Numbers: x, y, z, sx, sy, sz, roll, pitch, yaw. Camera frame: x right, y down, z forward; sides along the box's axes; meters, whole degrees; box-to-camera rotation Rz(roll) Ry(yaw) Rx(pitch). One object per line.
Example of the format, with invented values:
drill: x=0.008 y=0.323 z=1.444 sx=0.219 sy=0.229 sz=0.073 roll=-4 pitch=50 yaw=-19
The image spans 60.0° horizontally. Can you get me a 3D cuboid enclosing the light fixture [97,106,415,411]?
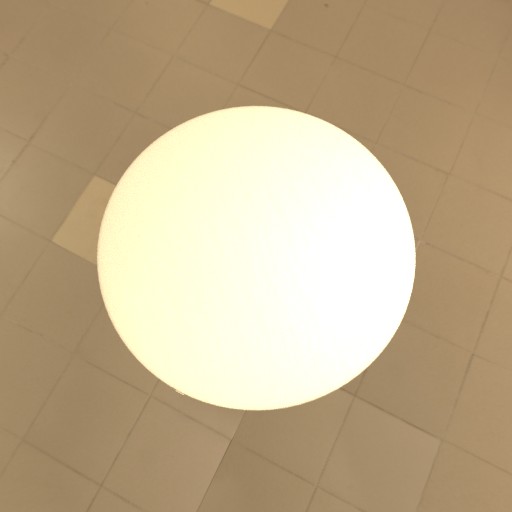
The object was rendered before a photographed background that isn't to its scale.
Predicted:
light fixture: x=0.000 y=0.000 z=0.542 sx=0.356 sy=0.102 sz=0.356 roll=0 pitch=74 yaw=0
